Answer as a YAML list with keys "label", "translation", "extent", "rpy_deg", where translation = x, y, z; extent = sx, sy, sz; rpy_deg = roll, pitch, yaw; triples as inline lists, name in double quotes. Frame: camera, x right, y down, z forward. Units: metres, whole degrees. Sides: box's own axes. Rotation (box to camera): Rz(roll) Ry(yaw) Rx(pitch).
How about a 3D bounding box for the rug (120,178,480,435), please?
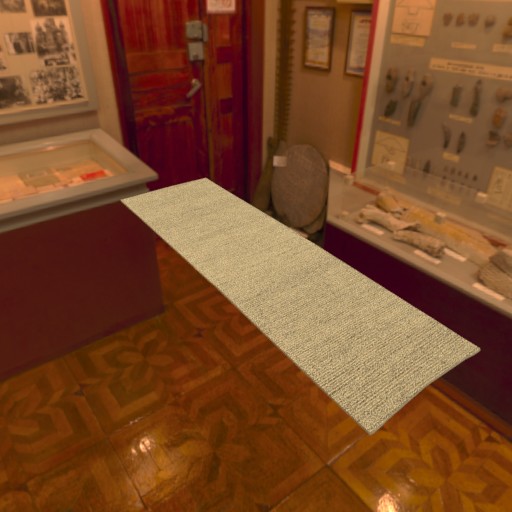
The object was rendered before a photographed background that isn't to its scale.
- label: "rug"
  translation: [0.000, 0.000, 2.484]
  extent: [0.692, 0.032, 2.320]
  rpy_deg: [-21, 38, -29]
